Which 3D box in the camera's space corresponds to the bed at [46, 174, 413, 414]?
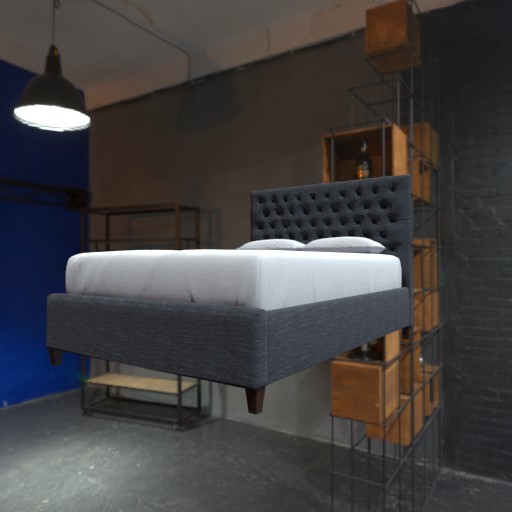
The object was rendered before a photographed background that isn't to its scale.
[{"bbox_3d":[0.000,0.000,3.371,1.698,1.427,2.387,0,-1,35],"label":"bed"}]
